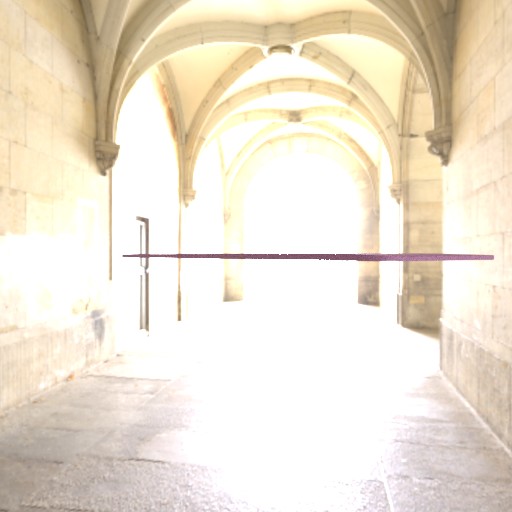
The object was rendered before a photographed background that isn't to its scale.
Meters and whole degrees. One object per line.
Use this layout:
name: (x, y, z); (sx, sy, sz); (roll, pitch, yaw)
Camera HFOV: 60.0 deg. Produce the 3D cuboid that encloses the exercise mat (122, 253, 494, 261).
exercise mat: (0.000, 0.000, 2.008); (0.616, 0.021, 1.869); (0, 0, -36)
